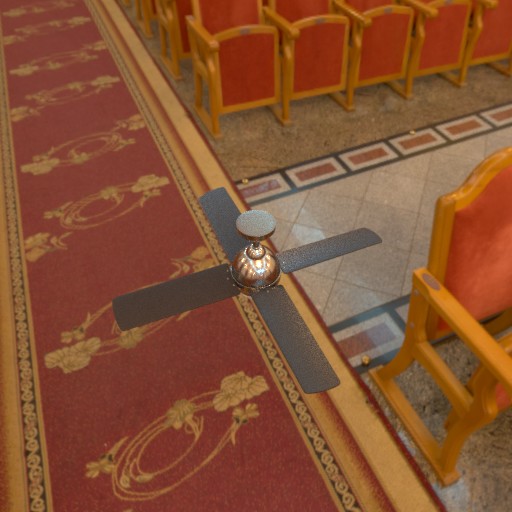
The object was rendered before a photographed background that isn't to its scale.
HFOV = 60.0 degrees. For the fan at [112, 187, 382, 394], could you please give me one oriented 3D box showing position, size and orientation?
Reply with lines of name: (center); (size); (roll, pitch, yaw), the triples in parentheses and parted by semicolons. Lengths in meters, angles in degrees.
fan: (0.000, 0.000, 2.027); (1.332, 0.403, 1.332); (-17, 48, -16)
